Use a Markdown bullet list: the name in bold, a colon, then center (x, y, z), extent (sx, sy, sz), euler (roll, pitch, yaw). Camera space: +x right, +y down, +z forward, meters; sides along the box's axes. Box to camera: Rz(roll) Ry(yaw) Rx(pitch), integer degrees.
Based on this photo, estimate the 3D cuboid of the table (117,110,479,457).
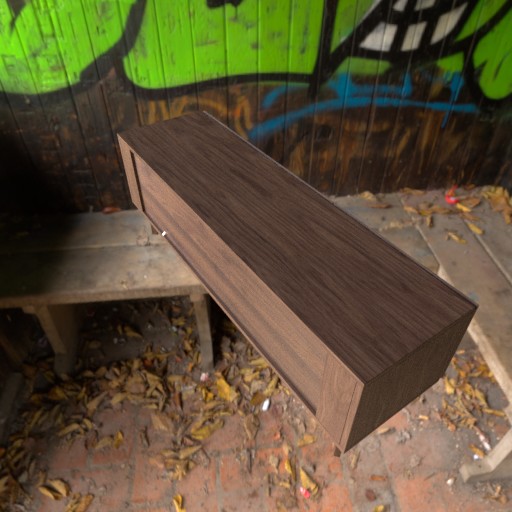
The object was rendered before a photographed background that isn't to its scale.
- **table**: center (0.000, 0.000, 1.626), extent (0.405, 0.508, 1.397), euler (-25, 48, -25)
